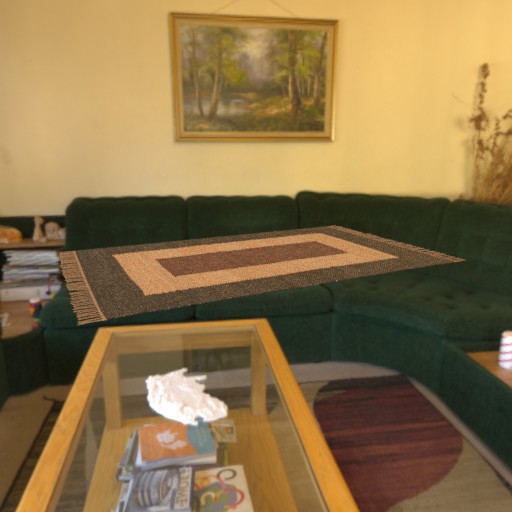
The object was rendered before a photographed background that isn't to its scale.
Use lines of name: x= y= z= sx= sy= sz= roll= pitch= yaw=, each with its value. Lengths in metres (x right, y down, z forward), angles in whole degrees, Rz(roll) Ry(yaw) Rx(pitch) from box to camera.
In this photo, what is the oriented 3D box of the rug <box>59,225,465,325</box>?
rug: x=0.000 y=0.000 z=1.922 sx=1.541 sy=0.013 sz=0.920 roll=-7 pitch=16 yaw=-26
